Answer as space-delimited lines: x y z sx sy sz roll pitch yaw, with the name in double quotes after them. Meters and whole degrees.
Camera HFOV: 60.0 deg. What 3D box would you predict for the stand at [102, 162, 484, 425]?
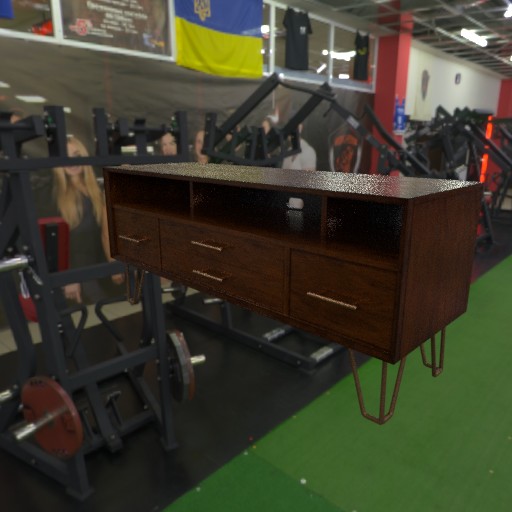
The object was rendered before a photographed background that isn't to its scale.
0.000 0.000 1.656 1.372 0.610 0.481 14 21 42 "stand"
